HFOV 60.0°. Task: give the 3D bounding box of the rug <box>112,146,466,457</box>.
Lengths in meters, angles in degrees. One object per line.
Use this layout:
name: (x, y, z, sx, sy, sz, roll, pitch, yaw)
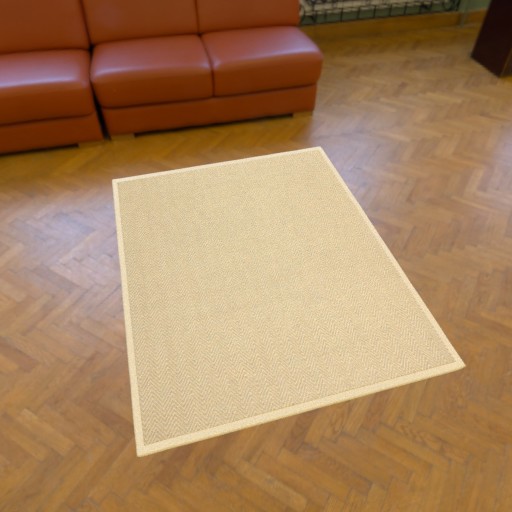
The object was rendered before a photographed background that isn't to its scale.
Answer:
rug: (0.000, 0.000, 4.057, 2.423, 0.019, 3.009, -11, 48, -10)
